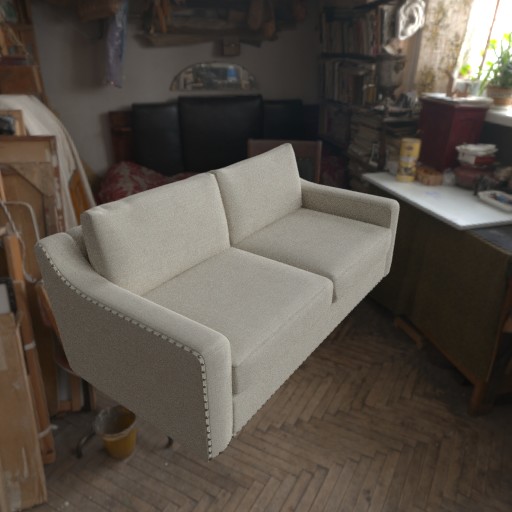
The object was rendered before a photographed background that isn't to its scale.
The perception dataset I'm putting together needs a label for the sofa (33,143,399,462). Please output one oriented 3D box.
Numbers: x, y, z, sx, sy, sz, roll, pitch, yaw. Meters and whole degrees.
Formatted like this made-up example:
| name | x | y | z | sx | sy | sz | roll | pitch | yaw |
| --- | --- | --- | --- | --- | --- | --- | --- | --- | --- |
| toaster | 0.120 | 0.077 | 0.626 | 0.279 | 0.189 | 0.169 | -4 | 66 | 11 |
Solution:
| name | x | y | z | sx | sy | sz | roll | pitch | yaw |
| --- | --- | --- | --- | --- | --- | --- | --- | --- | --- |
| sofa | 0.000 | 0.000 | 2.719 | 1.104 | 0.983 | 2.107 | 18 | 32 | 31 |
